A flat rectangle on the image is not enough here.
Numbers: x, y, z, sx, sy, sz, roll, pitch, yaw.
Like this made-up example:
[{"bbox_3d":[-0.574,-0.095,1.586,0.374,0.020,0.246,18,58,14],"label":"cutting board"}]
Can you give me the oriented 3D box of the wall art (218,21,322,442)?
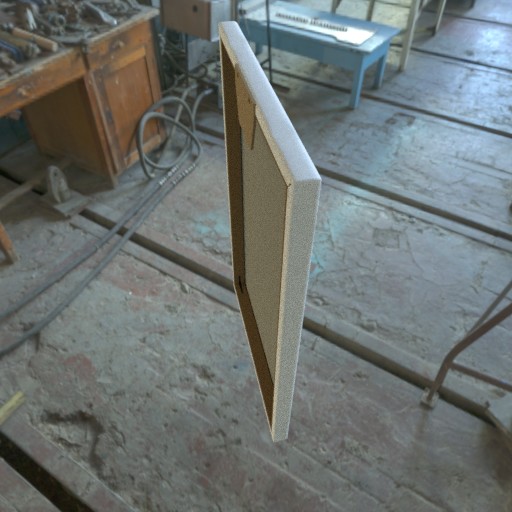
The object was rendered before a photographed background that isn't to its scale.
[{"bbox_3d":[0.000,0.000,1.128,0.048,0.916,0.602,-9,48,-9],"label":"wall art"}]
